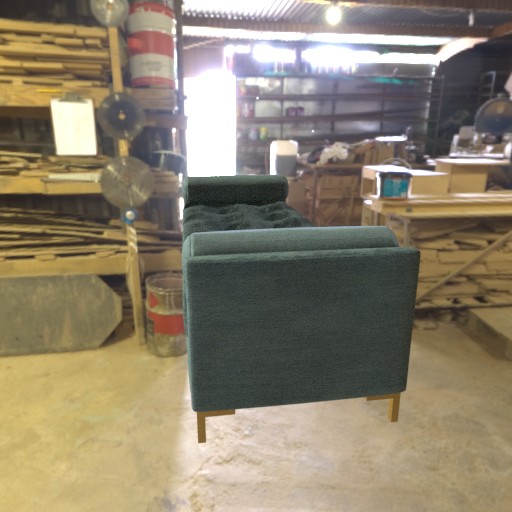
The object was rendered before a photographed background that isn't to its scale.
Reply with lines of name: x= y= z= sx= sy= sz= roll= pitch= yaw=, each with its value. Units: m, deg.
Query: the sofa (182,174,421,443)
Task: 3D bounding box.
sofa: x=0.000 y=0.000 z=2.454 sx=0.796 sy=0.705 sz=2.102 roll=-3 pitch=17 yaw=-9
